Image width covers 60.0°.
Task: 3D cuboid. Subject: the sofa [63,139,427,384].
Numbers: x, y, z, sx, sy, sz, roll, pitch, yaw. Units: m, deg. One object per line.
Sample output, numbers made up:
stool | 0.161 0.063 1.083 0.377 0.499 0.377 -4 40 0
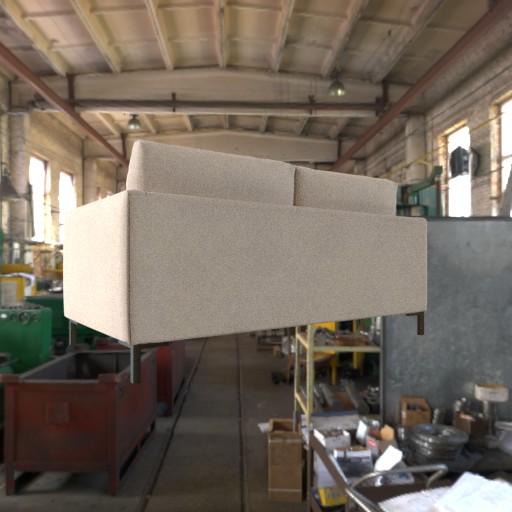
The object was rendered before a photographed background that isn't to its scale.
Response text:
sofa | 0.000 0.000 2.238 1.682 0.840 0.875 0 -1 -36
